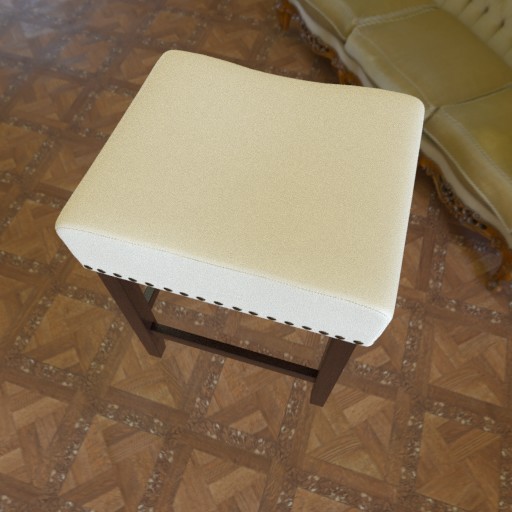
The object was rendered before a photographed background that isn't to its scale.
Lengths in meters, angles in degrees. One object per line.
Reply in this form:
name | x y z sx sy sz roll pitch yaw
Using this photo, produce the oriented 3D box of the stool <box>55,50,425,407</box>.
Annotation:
stool | 0.000 0.000 0.911 0.471 0.609 0.401 14 61 8
